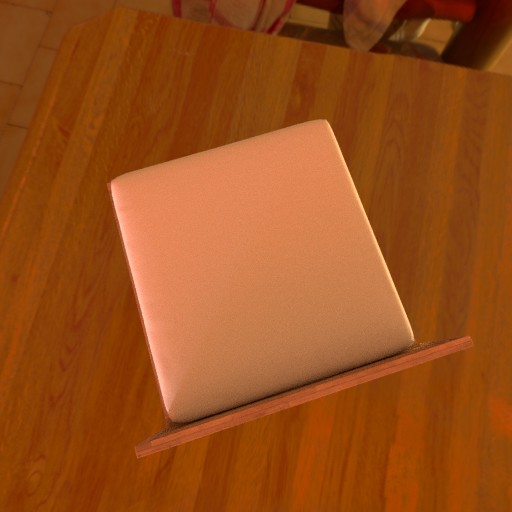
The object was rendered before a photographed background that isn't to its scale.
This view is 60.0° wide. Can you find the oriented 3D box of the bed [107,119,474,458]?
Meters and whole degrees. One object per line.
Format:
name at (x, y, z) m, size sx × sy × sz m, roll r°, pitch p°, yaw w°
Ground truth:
bed at (0.000, 0.000, 3.419) m, size 2.116 × 1.100 × 2.167 m, roll -17°, pitch 76°, yaw -4°
